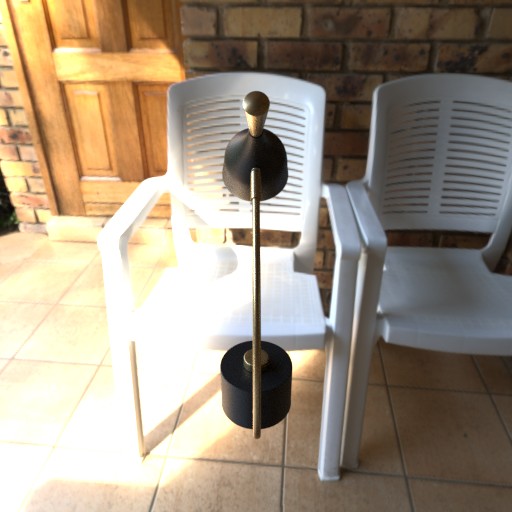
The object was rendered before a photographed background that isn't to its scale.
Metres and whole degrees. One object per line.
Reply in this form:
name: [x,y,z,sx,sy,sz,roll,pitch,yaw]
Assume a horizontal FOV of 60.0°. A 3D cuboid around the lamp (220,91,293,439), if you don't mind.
lamp: [0.000,0.000,0.630,0.110,0.464,0.352,0,30,0]
